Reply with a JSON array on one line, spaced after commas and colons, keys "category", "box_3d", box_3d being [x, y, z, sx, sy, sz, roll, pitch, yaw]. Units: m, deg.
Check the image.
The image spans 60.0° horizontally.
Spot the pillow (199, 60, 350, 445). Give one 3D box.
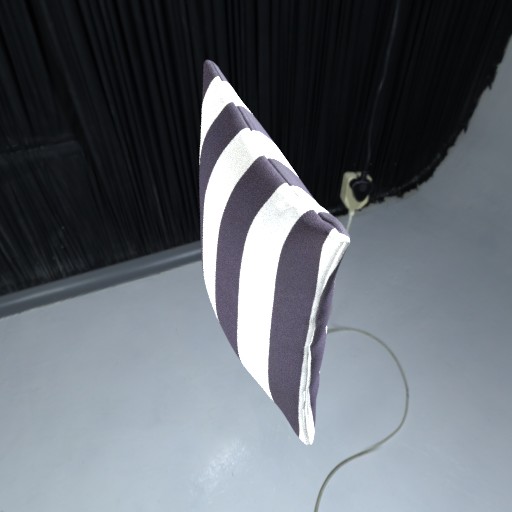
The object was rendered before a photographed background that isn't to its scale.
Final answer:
[{"category": "pillow", "box_3d": [0.000, 0.000, 0.827, 0.189, 0.526, 0.536, -16, 48, -15]}]
